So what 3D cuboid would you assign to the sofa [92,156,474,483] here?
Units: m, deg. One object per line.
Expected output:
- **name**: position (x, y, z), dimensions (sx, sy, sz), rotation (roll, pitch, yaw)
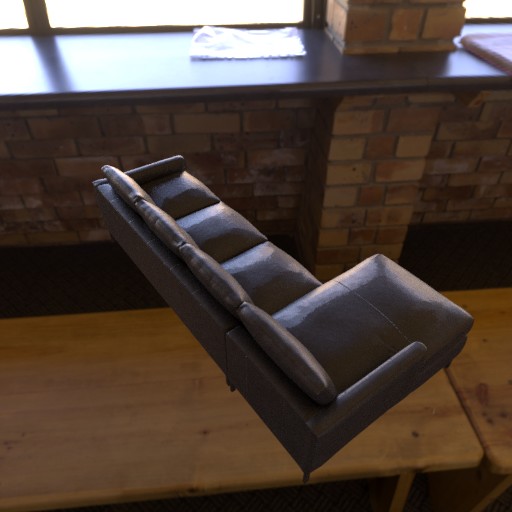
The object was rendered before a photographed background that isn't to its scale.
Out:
- **sofa**: position (0.000, 0.000, 3.556), dimensions (1.471, 0.859, 2.993), rotation (-26, 47, -27)
